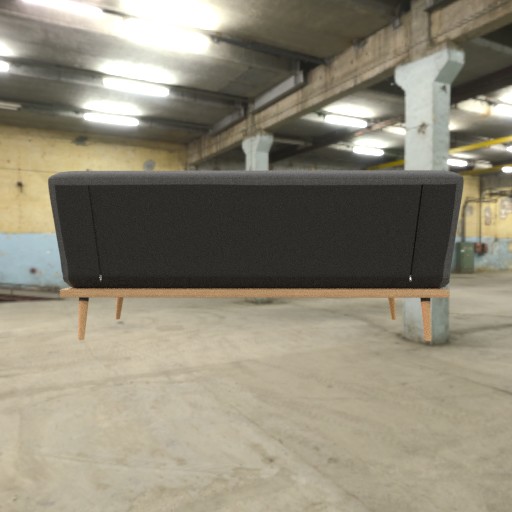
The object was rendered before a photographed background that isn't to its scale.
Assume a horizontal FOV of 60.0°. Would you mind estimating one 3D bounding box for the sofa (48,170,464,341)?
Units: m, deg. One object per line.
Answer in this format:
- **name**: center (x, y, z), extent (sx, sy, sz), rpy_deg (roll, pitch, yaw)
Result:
- **sofa**: center (0.000, 0.000, 2.296), extent (1.820, 0.770, 0.820), rpy_deg (0, 1, 1)
